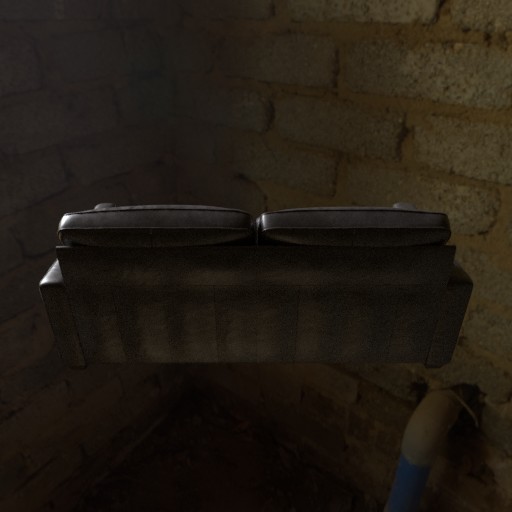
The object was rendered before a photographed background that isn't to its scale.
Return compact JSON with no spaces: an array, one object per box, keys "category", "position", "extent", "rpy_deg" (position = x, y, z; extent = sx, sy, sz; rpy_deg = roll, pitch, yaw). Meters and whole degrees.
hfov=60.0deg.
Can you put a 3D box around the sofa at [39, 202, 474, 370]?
[{"category":"sofa","position":[0.000,0.000,2.529],"extent":[2.081,0.916,0.939],"rpy_deg":[0,31,0]}]
